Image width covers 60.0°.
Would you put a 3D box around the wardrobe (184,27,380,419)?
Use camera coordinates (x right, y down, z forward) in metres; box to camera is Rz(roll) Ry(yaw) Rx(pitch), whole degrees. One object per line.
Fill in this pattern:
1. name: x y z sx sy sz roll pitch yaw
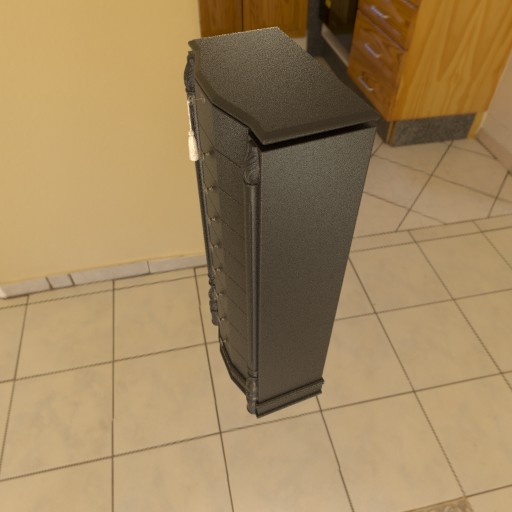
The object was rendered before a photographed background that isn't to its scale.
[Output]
1. wardrobe: 0.000 0.000 1.209 0.295 1.011 0.444 -16 49 -15
